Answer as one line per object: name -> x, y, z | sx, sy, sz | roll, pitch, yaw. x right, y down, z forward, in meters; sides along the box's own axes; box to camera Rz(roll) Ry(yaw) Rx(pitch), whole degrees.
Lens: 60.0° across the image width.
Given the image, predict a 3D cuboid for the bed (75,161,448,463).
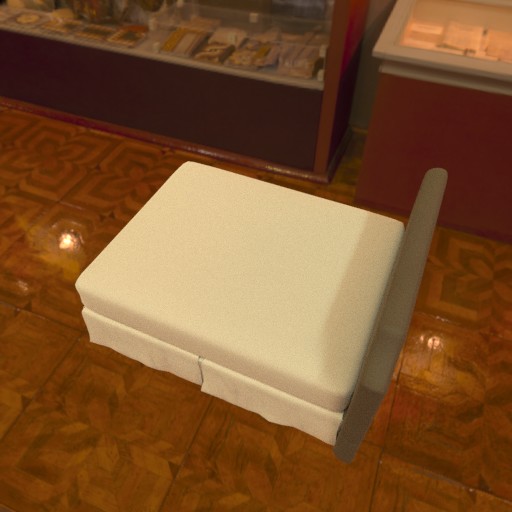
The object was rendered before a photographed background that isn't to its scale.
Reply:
bed -> 0.000, 0.000, 3.270 | 2.181, 1.297, 1.831 | 19, 51, 16
